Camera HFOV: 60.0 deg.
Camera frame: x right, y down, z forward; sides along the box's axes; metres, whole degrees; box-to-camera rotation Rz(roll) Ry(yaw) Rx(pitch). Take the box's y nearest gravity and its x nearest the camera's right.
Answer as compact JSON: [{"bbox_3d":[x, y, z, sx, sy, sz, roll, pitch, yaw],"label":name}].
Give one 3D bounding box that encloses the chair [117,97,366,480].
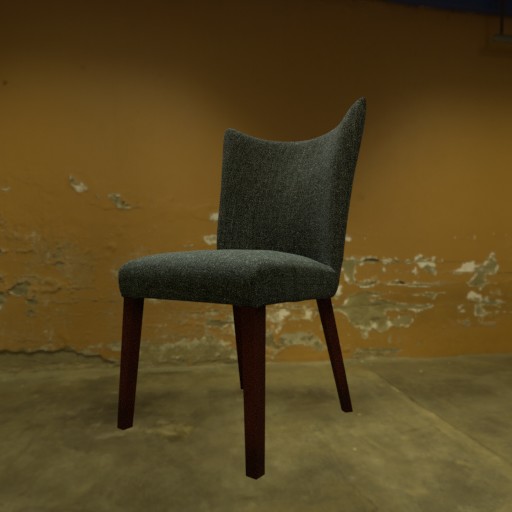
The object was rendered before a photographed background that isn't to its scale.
[{"bbox_3d":[0.000,0.000,1.295,0.535,0.924,0.623,-1,-1,37],"label":"chair"}]
